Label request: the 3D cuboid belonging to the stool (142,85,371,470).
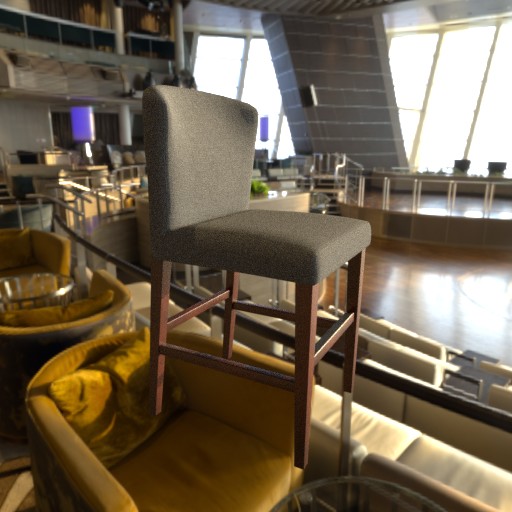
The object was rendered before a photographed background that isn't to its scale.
[{"bbox_3d":[0.000,0.000,1.313,0.568,0.968,0.479,8,16,28],"label":"stool"}]
